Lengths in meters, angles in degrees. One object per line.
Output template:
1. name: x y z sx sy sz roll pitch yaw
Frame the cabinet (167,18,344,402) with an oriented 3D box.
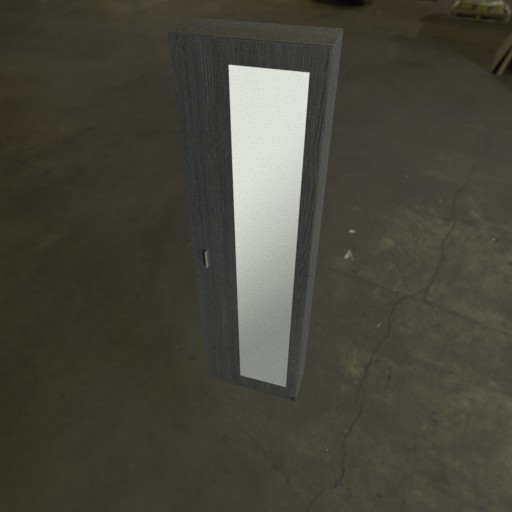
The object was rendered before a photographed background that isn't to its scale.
1. cabinet: 0.000 0.000 1.930 0.500 1.790 0.230 11 41 13
